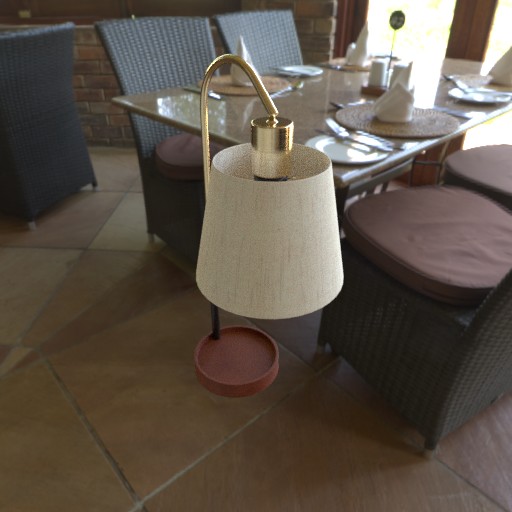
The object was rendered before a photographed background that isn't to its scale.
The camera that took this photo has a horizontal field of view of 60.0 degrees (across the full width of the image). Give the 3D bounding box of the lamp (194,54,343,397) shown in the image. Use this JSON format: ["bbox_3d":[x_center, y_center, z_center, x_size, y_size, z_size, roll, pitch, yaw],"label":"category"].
[{"bbox_3d":[0.000,0.000,0.654,0.211,0.536,0.273,-22,38,-32],"label":"lamp"}]
